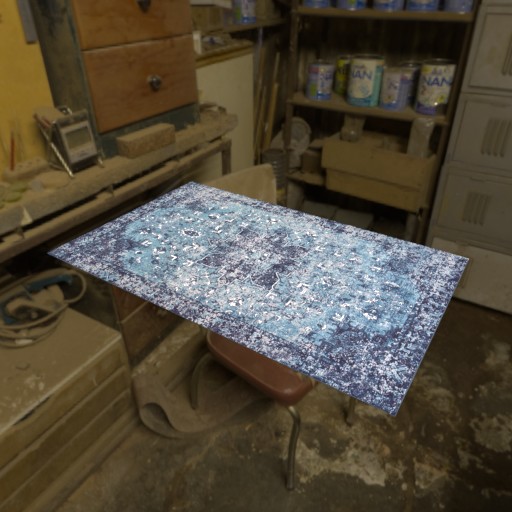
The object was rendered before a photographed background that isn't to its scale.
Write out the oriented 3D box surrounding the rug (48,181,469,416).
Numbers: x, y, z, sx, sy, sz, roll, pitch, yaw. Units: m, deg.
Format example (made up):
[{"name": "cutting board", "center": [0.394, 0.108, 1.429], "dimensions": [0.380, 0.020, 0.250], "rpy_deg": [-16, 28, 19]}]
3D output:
[{"name": "rug", "center": [0.000, 0.000, 3.017], "dimensions": [2.440, 0.007, 1.525], "rpy_deg": [19, 37, 28]}]
